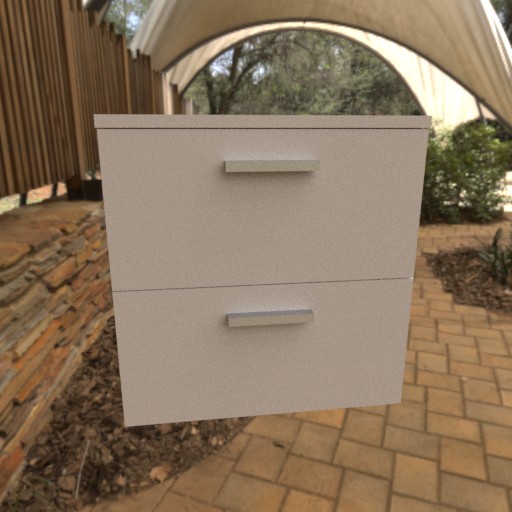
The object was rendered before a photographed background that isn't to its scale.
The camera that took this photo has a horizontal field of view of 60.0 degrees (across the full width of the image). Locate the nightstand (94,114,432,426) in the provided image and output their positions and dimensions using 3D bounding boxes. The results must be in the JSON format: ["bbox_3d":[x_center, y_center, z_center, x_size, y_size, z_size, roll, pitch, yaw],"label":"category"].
[{"bbox_3d":[0.000,0.000,0.773,0.441,0.460,0.325,-2,16,-7],"label":"nightstand"}]
